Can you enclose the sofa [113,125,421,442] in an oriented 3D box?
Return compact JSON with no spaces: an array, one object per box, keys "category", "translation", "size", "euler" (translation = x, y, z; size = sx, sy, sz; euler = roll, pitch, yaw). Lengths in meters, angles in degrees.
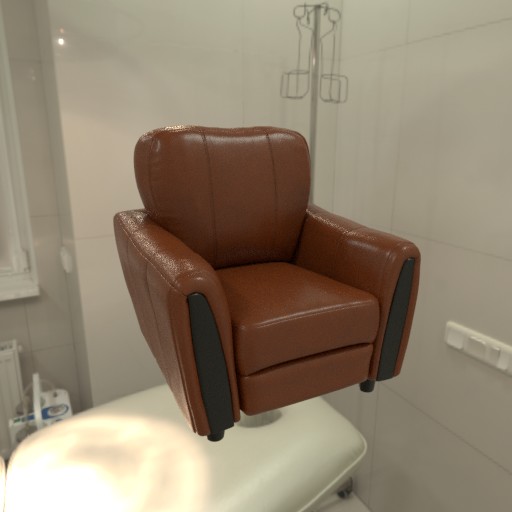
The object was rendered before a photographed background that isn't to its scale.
[{"category":"sofa","translation":[0.000,0.000,1.538],"size":[0.836,0.876,0.789],"euler":[-8,17,-26]}]
